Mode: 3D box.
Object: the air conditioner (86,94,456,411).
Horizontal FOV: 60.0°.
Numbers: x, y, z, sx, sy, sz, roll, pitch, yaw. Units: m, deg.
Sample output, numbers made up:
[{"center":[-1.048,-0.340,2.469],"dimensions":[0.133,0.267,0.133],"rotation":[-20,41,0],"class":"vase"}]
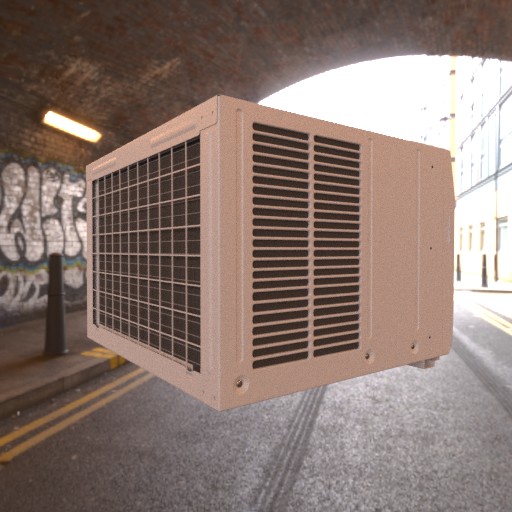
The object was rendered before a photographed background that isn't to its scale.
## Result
[{"center":[0.000,0.000,1.039],"dimensions":[0.599,0.455,0.645],"rotation":[-1,1,-36],"class":"air conditioner"}]
